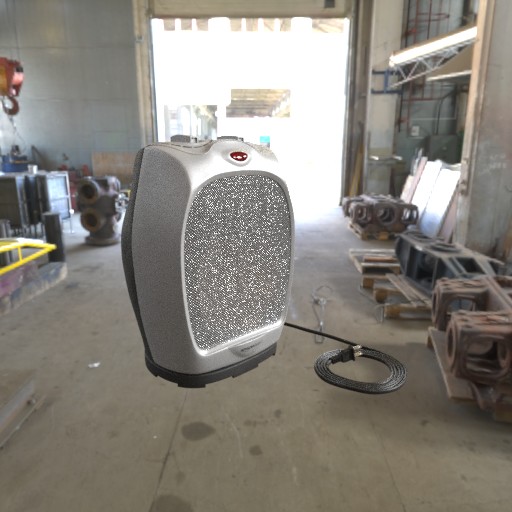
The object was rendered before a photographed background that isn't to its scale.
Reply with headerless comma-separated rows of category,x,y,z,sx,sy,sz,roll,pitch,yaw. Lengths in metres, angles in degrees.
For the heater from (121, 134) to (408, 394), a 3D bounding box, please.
heater,0.000,0.000,0.482,0.239,0.255,0.291,-13,20,-42
